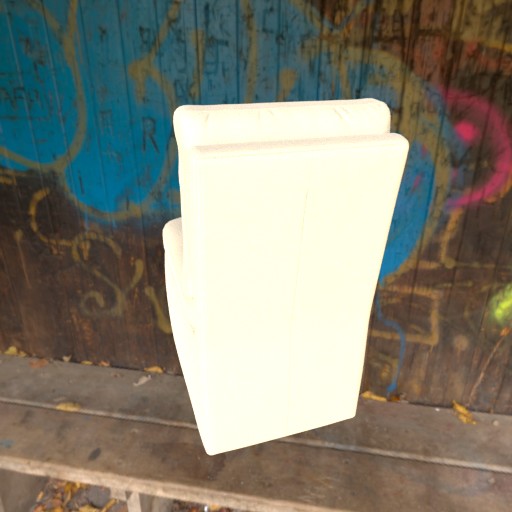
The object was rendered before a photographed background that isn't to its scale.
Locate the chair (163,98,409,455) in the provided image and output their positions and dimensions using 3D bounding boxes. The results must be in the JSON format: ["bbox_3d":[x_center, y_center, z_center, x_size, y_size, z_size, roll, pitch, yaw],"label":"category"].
[{"bbox_3d":[0.000,0.000,1.342,0.503,0.927,0.698,-8,26,-16],"label":"chair"}]
